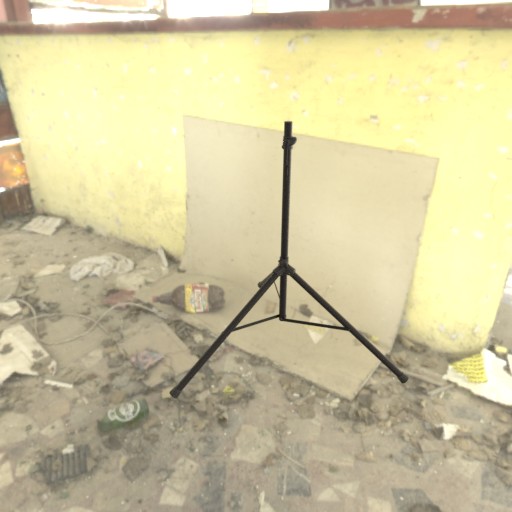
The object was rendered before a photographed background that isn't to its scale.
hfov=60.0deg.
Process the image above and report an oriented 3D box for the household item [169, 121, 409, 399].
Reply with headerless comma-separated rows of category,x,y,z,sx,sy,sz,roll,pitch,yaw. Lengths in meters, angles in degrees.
household item,0.000,0.000,2.781,1.339,1.595,1.596,-17,31,-32
